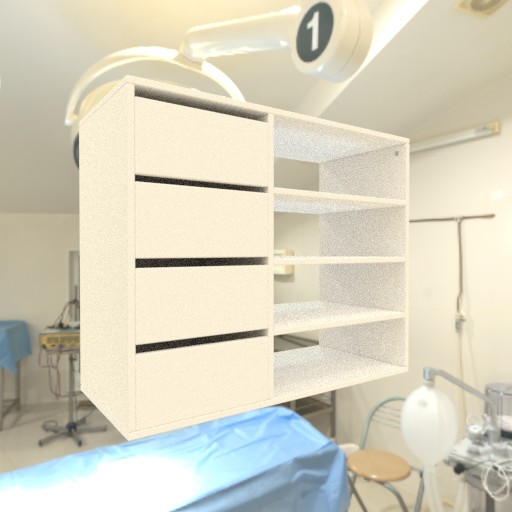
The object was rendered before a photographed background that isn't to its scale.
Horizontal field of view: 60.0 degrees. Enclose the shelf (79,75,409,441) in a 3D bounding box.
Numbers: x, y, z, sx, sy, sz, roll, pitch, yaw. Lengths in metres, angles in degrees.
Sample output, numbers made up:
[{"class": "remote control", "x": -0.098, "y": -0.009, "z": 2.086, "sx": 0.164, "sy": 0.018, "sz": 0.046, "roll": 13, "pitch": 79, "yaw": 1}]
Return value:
[{"class": "shelf", "x": 0.000, "y": 0.000, "z": 1.299, "sx": 0.895, "sy": 0.732, "sz": 0.396, "roll": -1, "pitch": 1, "yaw": -35}]
